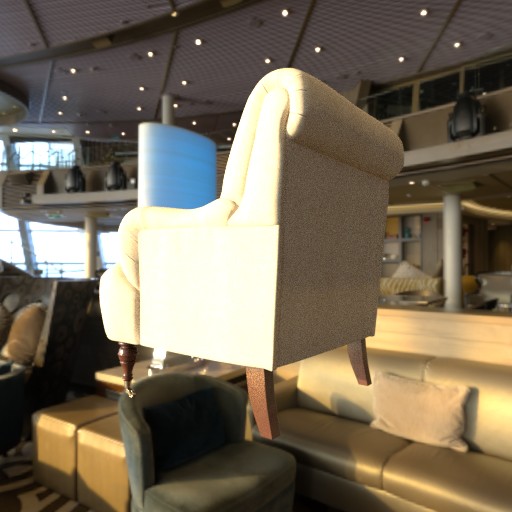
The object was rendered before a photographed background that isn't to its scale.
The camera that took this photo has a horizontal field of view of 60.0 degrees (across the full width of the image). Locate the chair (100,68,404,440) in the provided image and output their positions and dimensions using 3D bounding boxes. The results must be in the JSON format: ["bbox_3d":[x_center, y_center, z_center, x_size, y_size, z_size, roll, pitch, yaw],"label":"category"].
[{"bbox_3d":[0.000,0.000,1.563,0.842,0.944,0.766,-1,-1,37],"label":"chair"}]
